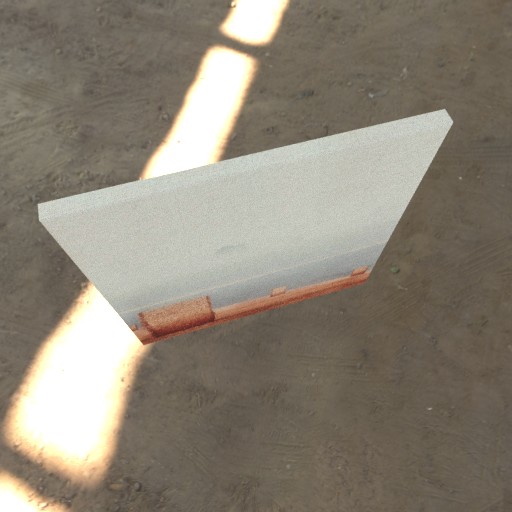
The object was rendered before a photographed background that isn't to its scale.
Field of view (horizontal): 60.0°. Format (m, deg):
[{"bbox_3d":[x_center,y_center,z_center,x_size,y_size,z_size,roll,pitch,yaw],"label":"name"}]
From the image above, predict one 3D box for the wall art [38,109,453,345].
[{"bbox_3d":[0.000,0.000,0.602,0.405,0.405,0.023,-15,64,-7],"label":"wall art"}]
